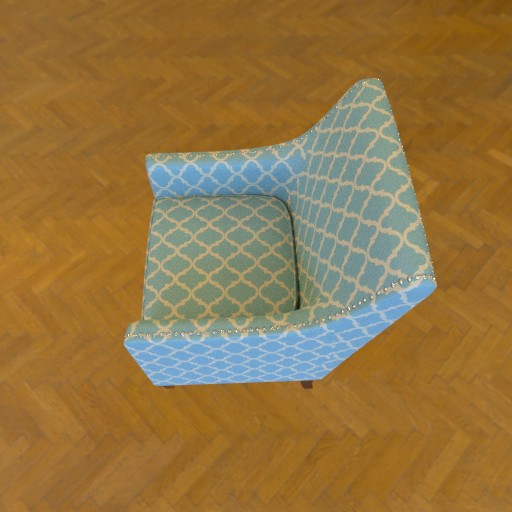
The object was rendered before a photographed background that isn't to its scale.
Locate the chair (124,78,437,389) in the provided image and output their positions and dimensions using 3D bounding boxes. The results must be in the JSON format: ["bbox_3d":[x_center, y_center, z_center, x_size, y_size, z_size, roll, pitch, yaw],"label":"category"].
[{"bbox_3d":[0.000,0.000,1.332,0.686,0.817,0.617,-2,60,-1],"label":"chair"}]
